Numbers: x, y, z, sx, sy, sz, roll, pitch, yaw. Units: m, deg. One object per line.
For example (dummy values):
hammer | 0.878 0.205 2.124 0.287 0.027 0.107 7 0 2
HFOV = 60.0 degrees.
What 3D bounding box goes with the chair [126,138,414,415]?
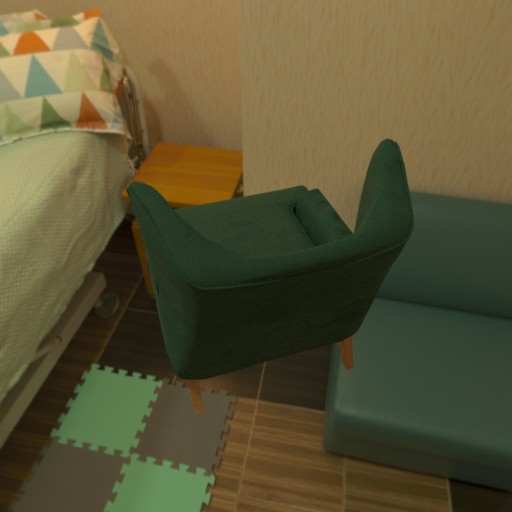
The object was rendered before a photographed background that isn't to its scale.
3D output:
chair | 0.000 0.000 1.636 0.793 0.952 0.910 -12 44 -13
